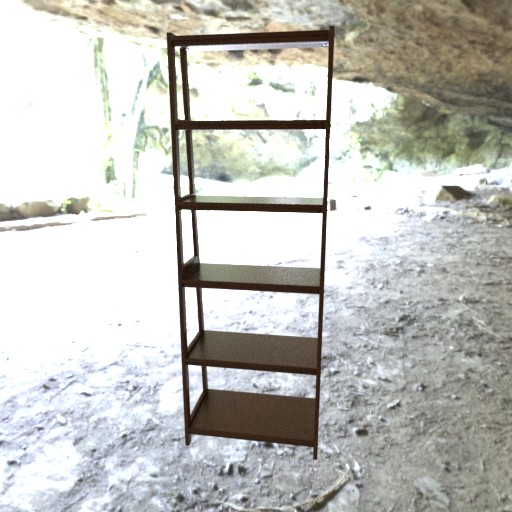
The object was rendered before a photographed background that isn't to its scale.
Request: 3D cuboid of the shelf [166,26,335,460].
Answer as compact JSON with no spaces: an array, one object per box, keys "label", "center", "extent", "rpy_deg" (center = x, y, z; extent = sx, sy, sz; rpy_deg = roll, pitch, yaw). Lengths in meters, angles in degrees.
[{"label":"shelf","center":[0.000,0.000,2.117],"extent":[0.660,1.892,0.382],"rpy_deg":[2,15,9]}]
